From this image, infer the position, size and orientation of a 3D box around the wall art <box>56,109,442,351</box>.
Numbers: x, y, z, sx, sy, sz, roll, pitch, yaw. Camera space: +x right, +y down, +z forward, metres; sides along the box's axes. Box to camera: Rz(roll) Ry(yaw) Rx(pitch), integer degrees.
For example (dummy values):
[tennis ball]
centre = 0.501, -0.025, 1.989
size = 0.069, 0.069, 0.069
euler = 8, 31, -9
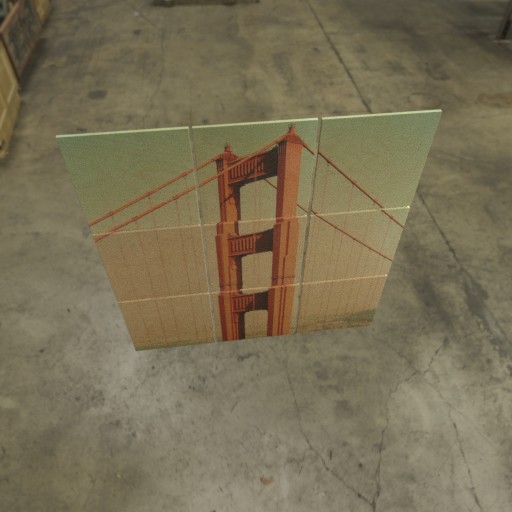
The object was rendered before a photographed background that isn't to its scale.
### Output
[wall art]
centre = 0.000, 0.000, 1.831
size = 1.214, 1.219, 0.013
euler = -5, 47, -5
